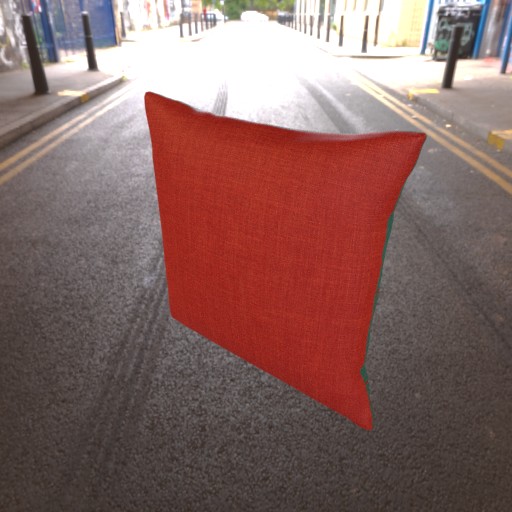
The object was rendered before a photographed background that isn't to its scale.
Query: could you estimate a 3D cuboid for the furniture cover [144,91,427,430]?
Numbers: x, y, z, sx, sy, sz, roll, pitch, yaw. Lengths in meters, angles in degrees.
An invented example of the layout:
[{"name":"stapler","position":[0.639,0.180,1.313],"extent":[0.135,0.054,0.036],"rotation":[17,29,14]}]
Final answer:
[{"name":"furniture cover","position":[0.000,0.000,0.783],"extent":[0.517,0.508,0.158],"rotation":[22,36,33]}]
